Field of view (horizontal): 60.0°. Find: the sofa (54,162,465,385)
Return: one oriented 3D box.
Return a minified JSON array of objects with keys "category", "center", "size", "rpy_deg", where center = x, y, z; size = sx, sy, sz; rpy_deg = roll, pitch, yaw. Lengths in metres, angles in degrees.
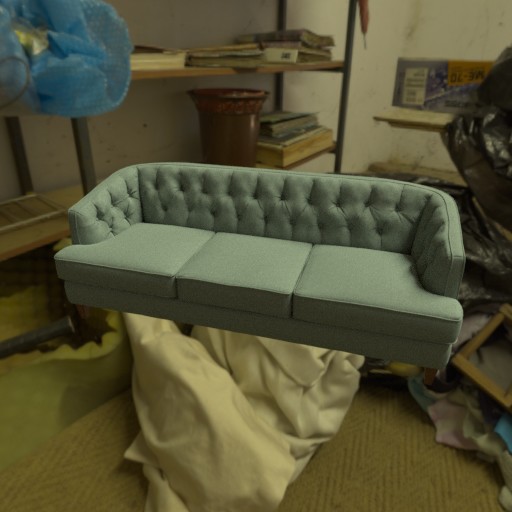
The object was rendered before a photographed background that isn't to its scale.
[{"category":"sofa","center":[0.000,0.000,2.726],"size":[2.278,0.855,0.941],"rpy_deg":[8,27,15]}]
